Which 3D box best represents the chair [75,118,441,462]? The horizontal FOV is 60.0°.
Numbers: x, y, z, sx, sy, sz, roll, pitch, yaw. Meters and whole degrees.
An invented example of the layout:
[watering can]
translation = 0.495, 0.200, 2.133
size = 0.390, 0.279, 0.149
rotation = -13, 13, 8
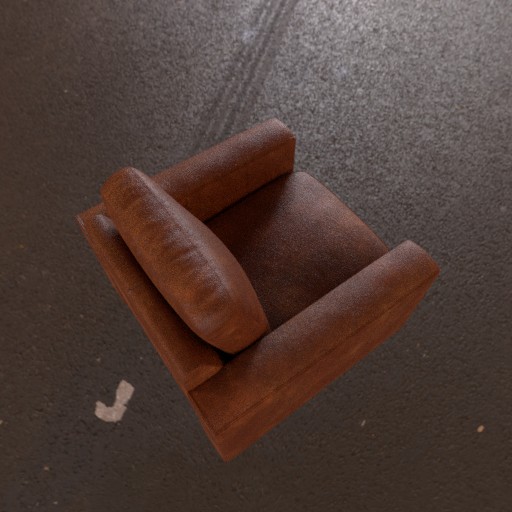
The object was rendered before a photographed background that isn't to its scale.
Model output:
[chair]
translation = 0.000, 0.000, 1.753
size = 1.016, 0.873, 1.005
rotation = -32, 63, -18
